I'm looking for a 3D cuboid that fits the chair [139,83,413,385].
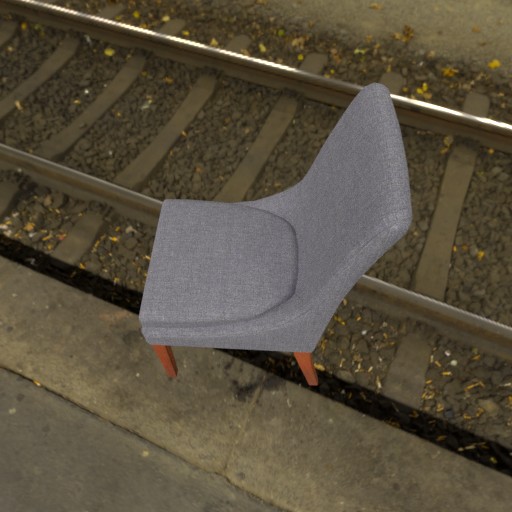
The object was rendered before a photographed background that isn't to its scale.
[{"bbox_3d":[0.000,0.000,1.371,0.655,0.952,0.508,2,57,1],"label":"chair"}]
